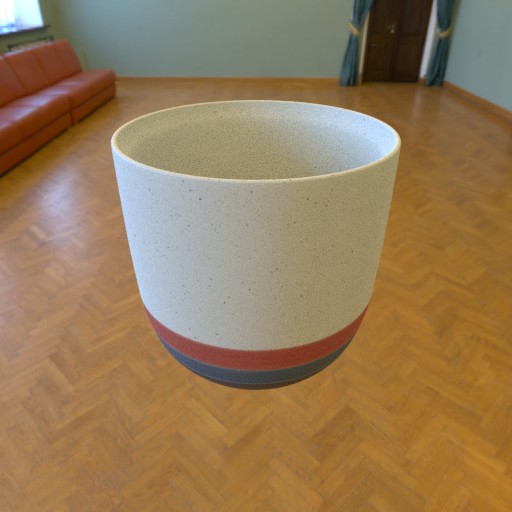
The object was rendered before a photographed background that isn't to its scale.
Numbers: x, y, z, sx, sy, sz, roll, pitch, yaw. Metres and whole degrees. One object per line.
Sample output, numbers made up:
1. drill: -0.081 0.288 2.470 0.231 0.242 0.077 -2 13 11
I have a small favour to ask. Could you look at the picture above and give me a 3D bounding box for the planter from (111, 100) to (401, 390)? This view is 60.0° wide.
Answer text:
1. planter: 0.000 0.000 0.377 0.204 0.214 0.204 0 31 0
